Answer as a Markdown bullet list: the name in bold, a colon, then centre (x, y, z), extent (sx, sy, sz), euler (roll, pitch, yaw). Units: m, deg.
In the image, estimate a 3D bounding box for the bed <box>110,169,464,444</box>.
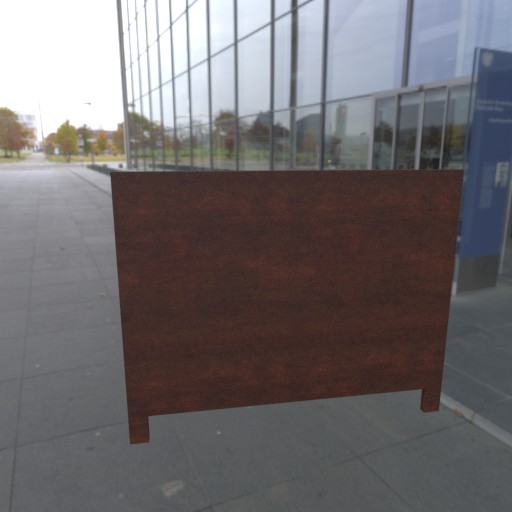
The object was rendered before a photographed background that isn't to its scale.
- **bed**: centre (0.000, 0.000, 3.139), extent (1.600, 1.270, 2.184), euler (-2, 13, -10)
